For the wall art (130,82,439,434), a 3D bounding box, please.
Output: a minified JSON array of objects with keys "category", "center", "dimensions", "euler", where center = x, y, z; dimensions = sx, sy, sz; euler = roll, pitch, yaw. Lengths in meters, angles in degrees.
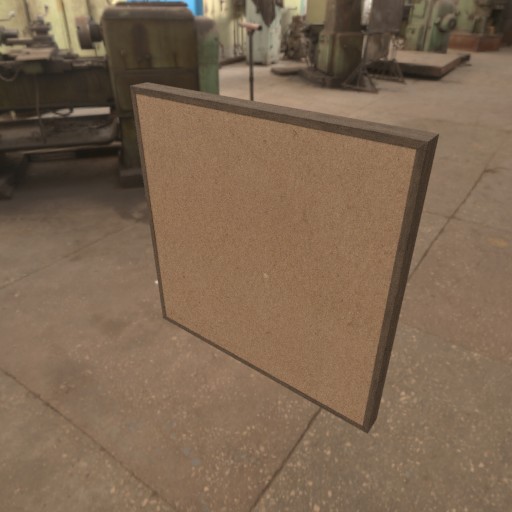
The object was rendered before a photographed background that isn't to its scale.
[{"category":"wall art","center":[0.000,0.000,0.769],"dimensions":[0.508,0.508,0.038],"euler":[22,38,31]}]
